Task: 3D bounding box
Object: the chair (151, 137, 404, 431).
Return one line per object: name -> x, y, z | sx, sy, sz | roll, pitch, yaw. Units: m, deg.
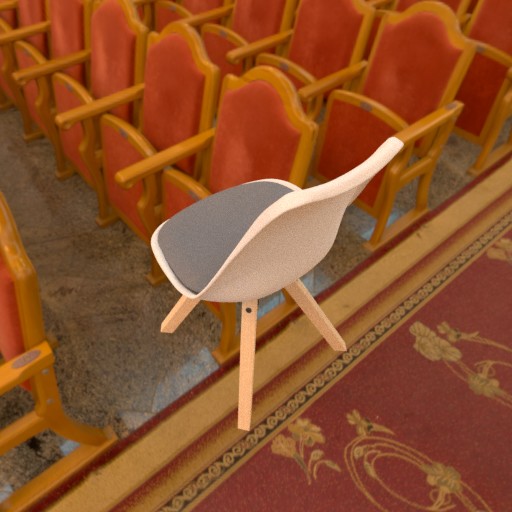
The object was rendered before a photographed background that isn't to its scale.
chair -> 0.000, 0.000, 1.184 | 0.485, 0.850, 0.550 | -31, 54, -26
